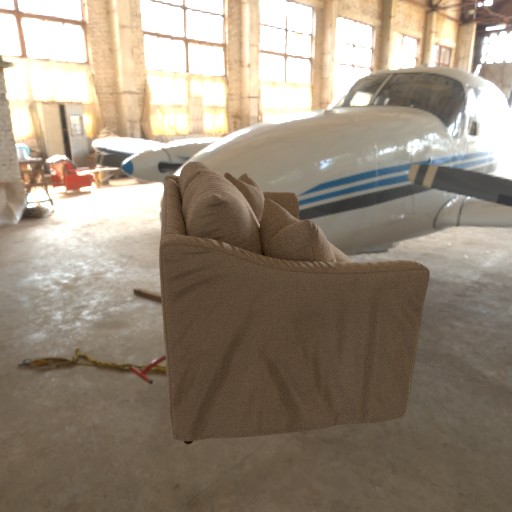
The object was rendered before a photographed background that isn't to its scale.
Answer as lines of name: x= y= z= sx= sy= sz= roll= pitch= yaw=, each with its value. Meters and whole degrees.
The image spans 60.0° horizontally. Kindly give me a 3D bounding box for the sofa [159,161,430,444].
sofa: x=0.000 y=0.000 z=2.635 sx=1.072 sy=1.018 sz=2.010 roll=-3 pitch=17 yaw=-10
